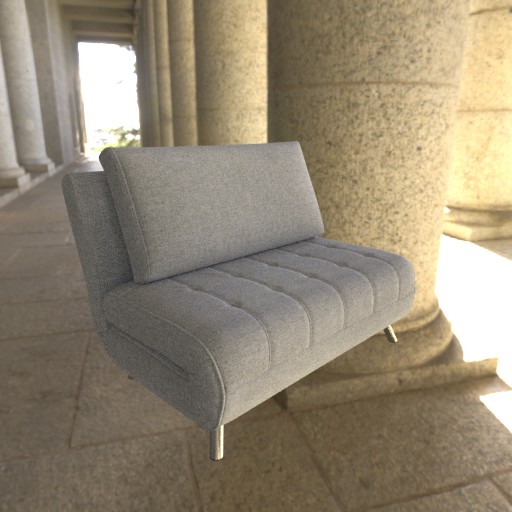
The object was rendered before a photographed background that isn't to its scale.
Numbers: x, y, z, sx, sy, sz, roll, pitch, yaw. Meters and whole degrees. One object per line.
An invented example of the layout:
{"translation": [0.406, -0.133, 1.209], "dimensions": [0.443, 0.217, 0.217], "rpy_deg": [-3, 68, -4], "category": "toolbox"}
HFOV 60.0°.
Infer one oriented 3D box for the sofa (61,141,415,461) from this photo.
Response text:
{"translation": [0.000, 0.000, 1.872], "dimensions": [1.220, 0.910, 0.910], "rpy_deg": [-16, 22, -43], "category": "sofa"}
